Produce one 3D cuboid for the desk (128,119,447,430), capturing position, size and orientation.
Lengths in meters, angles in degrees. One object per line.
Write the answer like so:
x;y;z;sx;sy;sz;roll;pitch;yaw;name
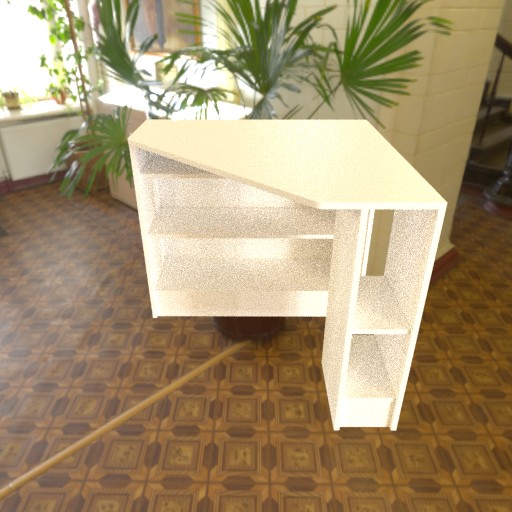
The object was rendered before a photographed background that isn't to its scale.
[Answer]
0.000;0.000;1.689;0.940;0.818;0.926;0;29;0;desk
